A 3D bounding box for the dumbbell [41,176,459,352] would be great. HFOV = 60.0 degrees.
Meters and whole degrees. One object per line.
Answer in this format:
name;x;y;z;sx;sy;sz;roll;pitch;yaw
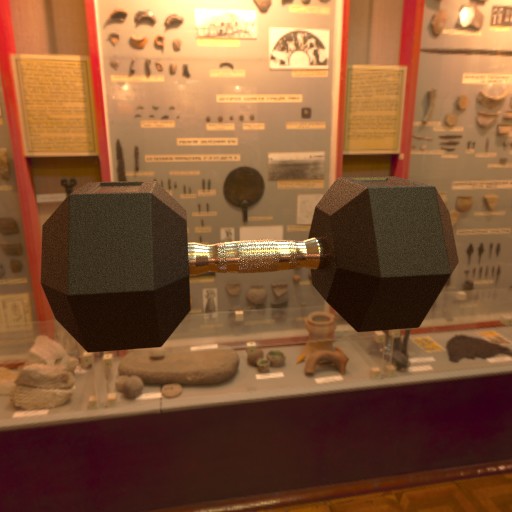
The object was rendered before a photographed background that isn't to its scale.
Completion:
dumbbell;0.000;0.000;0.423;0.361;0.137;0.157;-3;17;-9
